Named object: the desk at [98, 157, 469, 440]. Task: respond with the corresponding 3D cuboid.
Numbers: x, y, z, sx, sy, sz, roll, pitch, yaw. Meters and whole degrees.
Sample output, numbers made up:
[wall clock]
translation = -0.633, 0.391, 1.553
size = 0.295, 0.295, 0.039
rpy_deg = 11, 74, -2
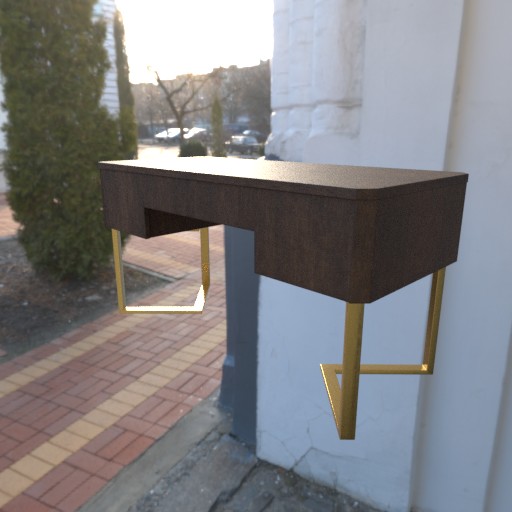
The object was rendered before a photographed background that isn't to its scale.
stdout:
[desk]
translation = 0.000, 0.000, 1.917
size = 0.684, 0.762, 1.479
rpy_deg = -15, 21, -43
